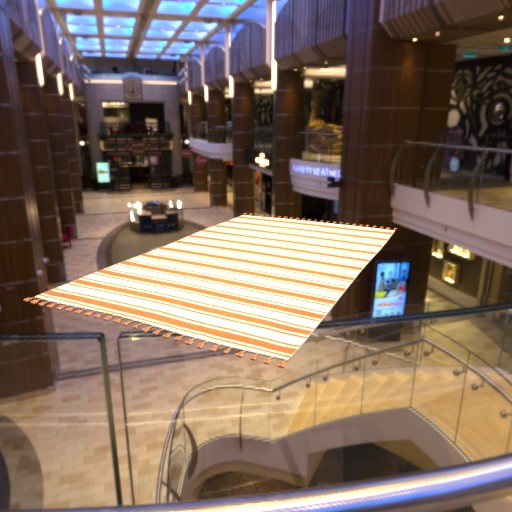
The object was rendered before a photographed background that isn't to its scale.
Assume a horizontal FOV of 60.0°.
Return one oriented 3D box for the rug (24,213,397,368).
[{"bbox_3d":[0.000,0.000,2.550,1.232,0.017,2.092,8,19,25],"label":"rug"}]
